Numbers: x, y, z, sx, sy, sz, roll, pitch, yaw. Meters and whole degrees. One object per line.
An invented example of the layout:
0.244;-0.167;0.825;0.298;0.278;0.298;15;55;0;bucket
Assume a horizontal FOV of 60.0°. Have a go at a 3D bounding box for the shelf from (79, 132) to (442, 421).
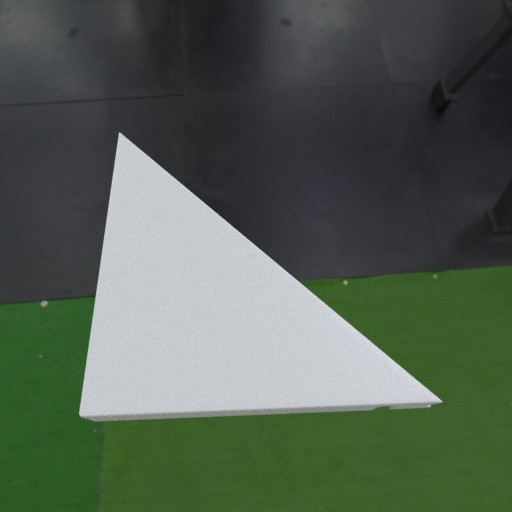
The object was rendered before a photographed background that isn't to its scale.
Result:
0.000;0.000;0.439;0.296;0.035;0.296;-2;64;-1;shelf
